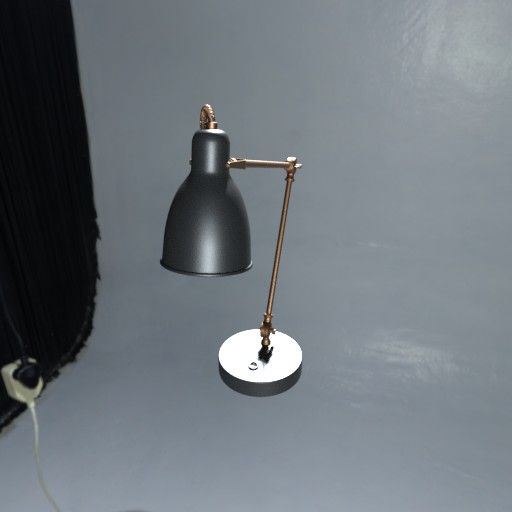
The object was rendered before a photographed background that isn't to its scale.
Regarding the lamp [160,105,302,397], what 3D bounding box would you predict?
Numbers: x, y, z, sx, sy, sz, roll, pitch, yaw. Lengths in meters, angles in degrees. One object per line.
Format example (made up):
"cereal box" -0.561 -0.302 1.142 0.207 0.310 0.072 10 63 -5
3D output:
"lamp" 0.000 0.000 0.847 0.187 0.587 0.561 8 27 17
